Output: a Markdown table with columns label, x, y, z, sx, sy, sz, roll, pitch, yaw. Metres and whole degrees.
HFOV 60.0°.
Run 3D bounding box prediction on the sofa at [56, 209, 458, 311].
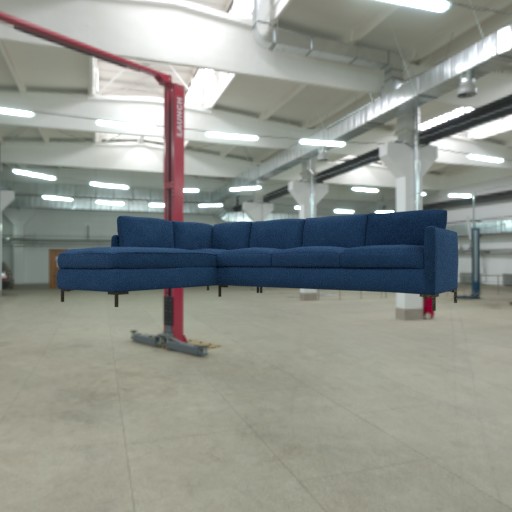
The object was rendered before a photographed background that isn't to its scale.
| label | x | y | z | sx | sy | sz | roll | pitch | yaw |
| --- | --- | --- | --- | --- | --- | --- | --- | --- | --- |
| sofa | 0.000 | 0.000 | 3.875 | 2.949 | 0.815 | 2.007 | 0 | -1 | 35 |
